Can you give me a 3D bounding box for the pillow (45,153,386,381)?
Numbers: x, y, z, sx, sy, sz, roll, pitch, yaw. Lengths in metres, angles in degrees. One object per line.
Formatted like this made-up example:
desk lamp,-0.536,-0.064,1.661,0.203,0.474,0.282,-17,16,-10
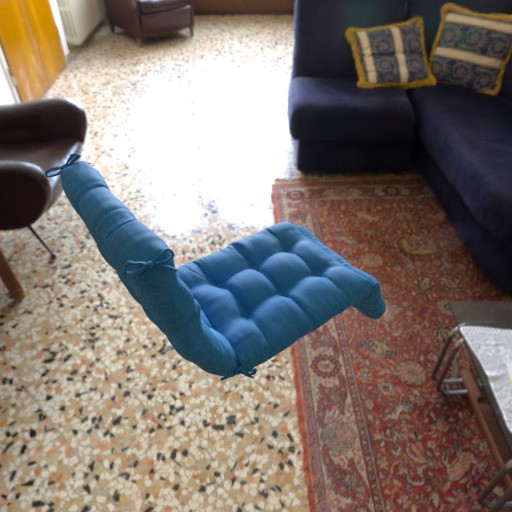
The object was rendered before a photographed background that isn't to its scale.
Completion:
pillow,0.000,0.000,1.498,1.016,0.863,0.526,-27,48,-27
